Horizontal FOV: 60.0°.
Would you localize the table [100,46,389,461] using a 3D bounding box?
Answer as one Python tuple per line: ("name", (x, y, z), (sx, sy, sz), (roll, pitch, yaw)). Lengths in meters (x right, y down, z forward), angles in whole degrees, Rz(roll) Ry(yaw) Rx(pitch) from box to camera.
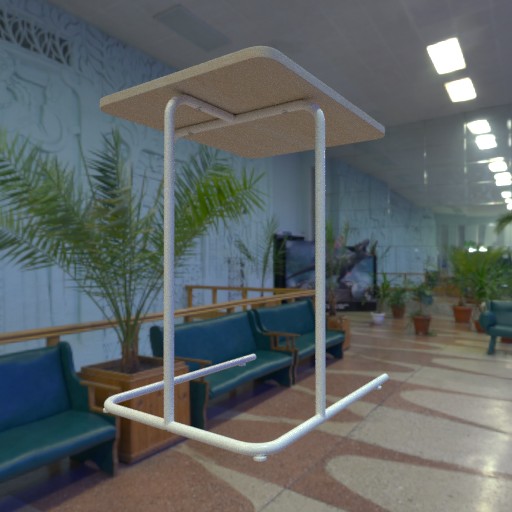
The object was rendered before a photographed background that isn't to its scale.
("table", (0.000, 0.000, 0.874), (0.370, 0.550, 0.480), (0, -1, 35))
